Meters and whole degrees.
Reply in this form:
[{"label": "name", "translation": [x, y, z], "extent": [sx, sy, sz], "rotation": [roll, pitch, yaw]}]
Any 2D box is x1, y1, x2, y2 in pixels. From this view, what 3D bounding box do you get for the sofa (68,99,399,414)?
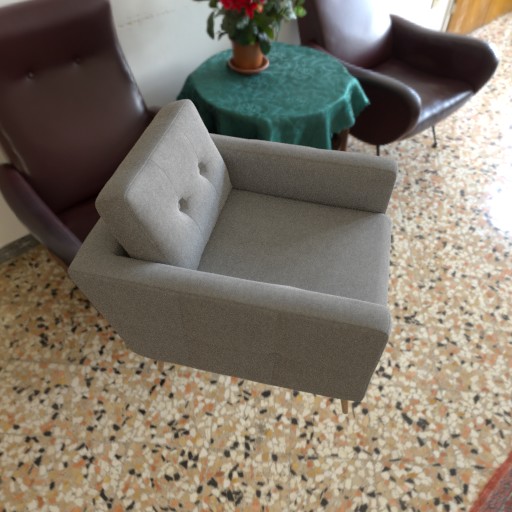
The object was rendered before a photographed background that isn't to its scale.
[{"label": "sofa", "translation": [0.000, 0.000, 1.554], "extent": [0.920, 0.860, 0.770], "rotation": [10, 49, 9]}]
